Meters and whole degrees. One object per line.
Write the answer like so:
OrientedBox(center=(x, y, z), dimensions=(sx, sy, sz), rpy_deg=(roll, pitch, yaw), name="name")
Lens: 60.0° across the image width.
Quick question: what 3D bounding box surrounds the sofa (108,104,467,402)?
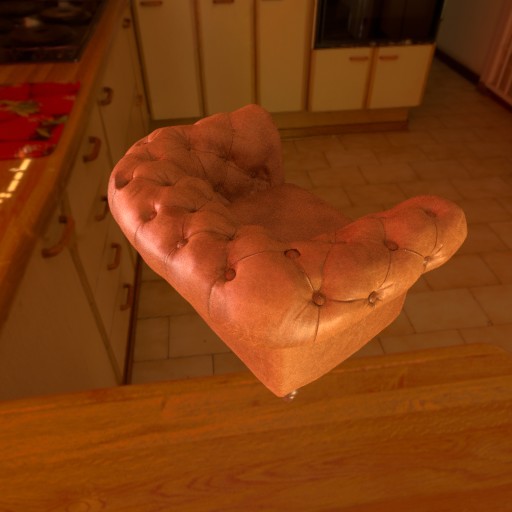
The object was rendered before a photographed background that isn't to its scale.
OrientedBox(center=(0.000, 0.000, 2.056), dimensions=(1.033, 0.878, 1.405), rpy_deg=(-27, 48, -28), name="sofa")
